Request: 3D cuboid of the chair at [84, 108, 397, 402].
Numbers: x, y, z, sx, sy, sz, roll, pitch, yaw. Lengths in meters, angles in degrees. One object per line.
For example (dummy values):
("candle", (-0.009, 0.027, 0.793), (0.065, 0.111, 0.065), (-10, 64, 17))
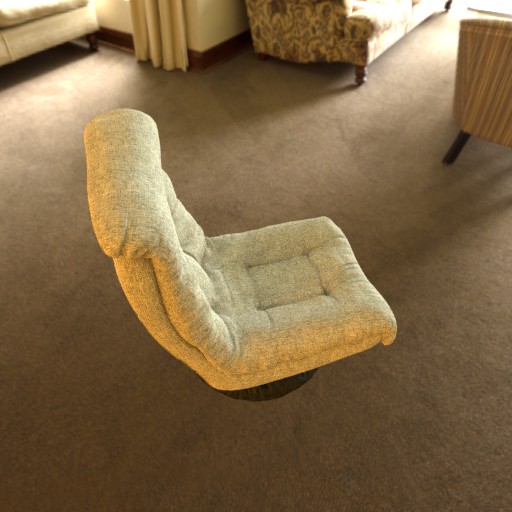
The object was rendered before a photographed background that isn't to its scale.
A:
("chair", (0.000, 0.000, 0.967), (0.583, 0.600, 0.400), (-11, 46, -11))
